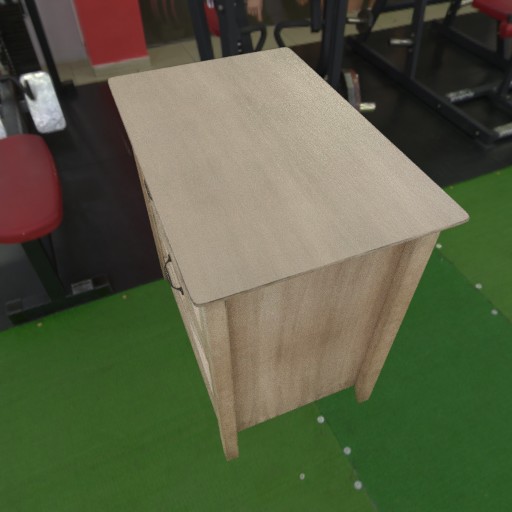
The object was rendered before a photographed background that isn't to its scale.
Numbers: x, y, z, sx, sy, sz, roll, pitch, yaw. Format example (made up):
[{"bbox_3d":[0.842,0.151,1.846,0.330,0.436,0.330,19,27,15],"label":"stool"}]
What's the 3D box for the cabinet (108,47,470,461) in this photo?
[{"bbox_3d":[0.000,0.000,1.221,0.503,0.762,0.763,-17,50,-15],"label":"cabinet"}]
